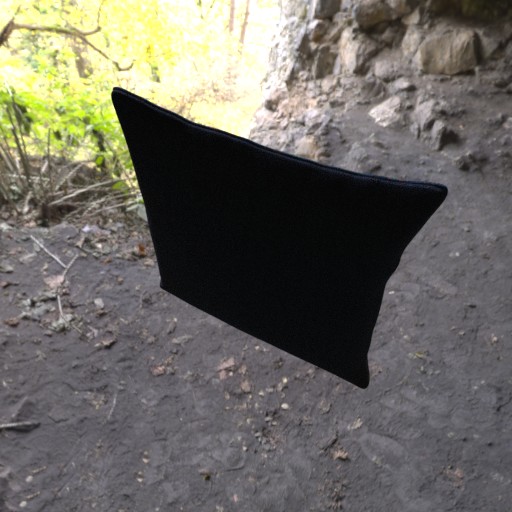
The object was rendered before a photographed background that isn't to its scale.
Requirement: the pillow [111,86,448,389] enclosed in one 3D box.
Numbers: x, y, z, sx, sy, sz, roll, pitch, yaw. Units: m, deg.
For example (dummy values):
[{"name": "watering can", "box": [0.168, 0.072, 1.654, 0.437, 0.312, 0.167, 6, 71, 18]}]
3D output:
[{"name": "pillow", "box": [0.000, 0.000, 0.656, 0.431, 0.431, 0.141, 23, 52, 19]}]
